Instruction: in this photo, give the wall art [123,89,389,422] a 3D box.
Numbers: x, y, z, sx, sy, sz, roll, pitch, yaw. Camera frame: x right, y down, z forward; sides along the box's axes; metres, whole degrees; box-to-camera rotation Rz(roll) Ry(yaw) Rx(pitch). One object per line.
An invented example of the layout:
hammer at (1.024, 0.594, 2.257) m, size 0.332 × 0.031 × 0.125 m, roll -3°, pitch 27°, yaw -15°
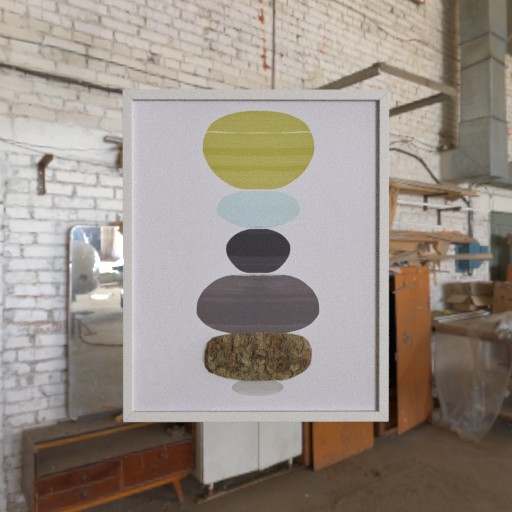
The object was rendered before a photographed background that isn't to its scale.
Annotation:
wall art at (0.000, 0.000, 1.028) m, size 0.611 × 0.763 × 0.055 m, roll 0°, pitch 0°, yaw 0°
